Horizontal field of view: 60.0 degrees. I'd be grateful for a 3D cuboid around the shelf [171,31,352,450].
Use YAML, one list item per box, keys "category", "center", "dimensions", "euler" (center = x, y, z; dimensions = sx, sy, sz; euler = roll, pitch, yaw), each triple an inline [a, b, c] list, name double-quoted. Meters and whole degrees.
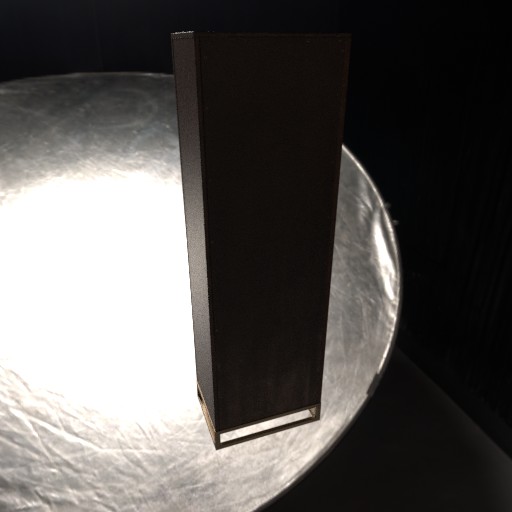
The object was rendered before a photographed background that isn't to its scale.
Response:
- category: "shelf"
  center: [0.000, 0.000, 1.927]
  dimensions: [0.539, 1.732, 0.395]
  euler: [-9, 27, -18]
